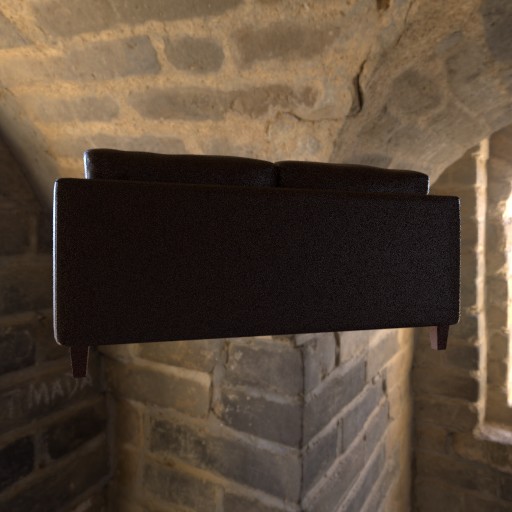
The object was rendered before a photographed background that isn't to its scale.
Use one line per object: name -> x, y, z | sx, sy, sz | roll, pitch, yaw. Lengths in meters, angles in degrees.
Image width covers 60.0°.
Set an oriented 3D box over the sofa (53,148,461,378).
sofa -> 0.000, 0.000, 2.368 | 1.883, 0.933, 0.951 | 0, 0, -17
